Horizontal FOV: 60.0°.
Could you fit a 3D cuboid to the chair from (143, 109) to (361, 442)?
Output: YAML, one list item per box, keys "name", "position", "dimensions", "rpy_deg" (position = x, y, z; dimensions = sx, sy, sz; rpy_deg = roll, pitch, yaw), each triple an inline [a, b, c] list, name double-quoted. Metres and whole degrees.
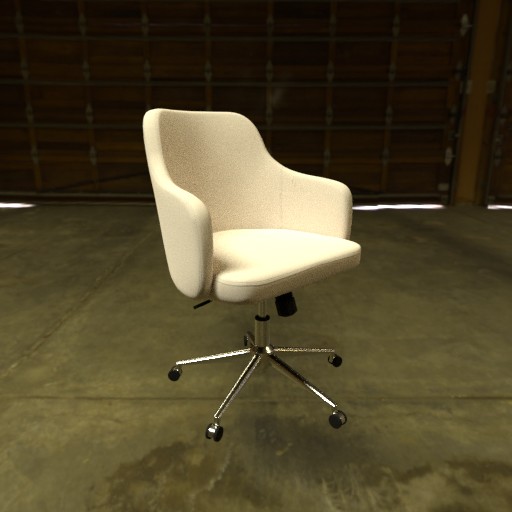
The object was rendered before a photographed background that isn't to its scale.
- name: "chair"
  position: [0.000, 0.000, 1.280]
  dimensions: [0.602, 0.819, 0.647]
  rpy_deg: [-14, 21, -43]
